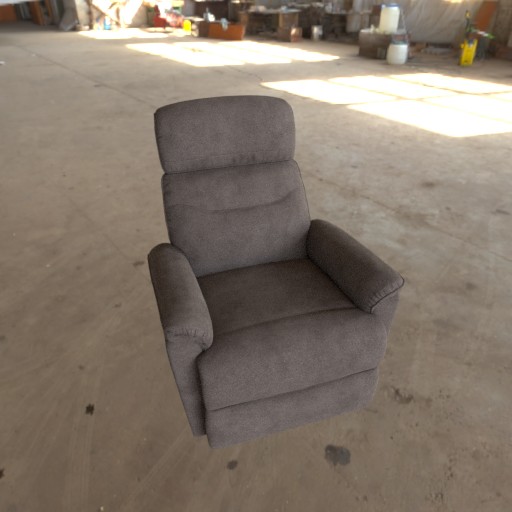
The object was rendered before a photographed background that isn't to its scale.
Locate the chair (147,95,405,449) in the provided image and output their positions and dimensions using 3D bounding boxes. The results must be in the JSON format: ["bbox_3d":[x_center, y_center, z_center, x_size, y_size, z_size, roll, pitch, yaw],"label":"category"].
[{"bbox_3d":[0.000,0.000,1.754,0.830,1.036,1.009,-10,34,-15],"label":"chair"}]
